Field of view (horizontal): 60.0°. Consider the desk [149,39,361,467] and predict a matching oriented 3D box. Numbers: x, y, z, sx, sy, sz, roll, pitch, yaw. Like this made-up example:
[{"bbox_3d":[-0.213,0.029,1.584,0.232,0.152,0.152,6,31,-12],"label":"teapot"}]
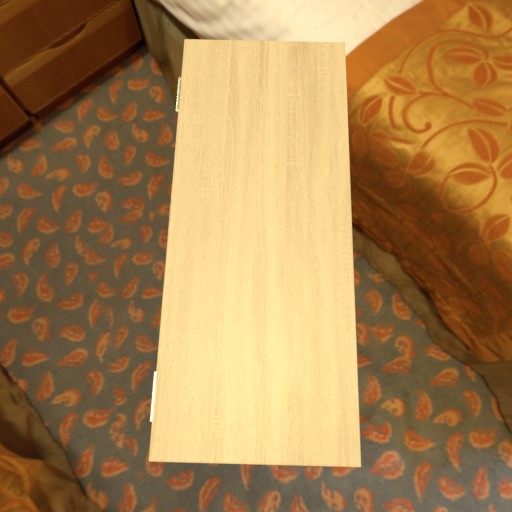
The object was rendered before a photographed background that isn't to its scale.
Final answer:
[{"bbox_3d":[0.000,0.000,1.741,0.600,0.740,1.390,1,74,0],"label":"desk"}]
